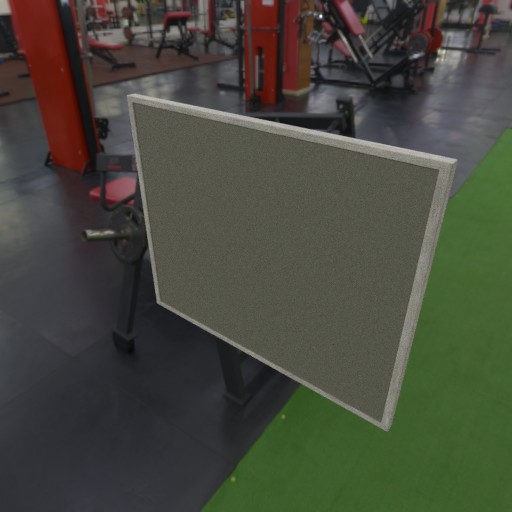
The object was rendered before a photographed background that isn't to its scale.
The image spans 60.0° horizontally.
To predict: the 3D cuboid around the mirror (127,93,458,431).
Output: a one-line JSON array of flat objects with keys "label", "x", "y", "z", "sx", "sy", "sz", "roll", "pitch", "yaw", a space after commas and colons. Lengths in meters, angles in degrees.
[{"label": "mirror", "x": 0.000, "y": 0.000, "z": 1.135, "sx": 0.839, "sy": 0.689, "sz": 0.028, "roll": 22, "pitch": 38, "yaw": 31}]
